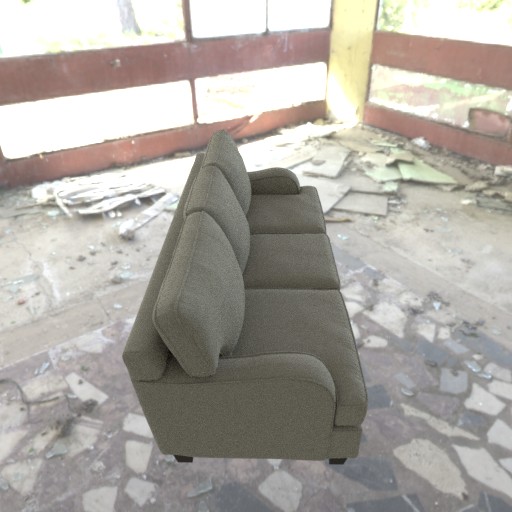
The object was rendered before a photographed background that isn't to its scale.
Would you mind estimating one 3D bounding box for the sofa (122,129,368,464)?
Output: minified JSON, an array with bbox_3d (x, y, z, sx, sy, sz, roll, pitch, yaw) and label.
[{"bbox_3d":[0.000,0.000,2.810,1.016,0.997,2.323,0,32,1],"label":"sofa"}]
